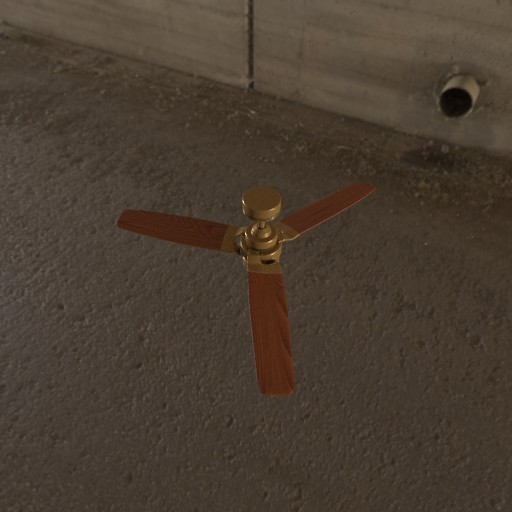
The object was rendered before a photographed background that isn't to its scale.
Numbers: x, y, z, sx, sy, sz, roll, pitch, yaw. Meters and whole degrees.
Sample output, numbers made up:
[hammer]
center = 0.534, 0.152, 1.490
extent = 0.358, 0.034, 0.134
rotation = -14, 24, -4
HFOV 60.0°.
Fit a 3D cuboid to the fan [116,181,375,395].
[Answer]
[fan]
center = 0.000, 0.000, 2.030
extent = 1.416, 0.425, 1.271
rotation = -3, 47, -3
